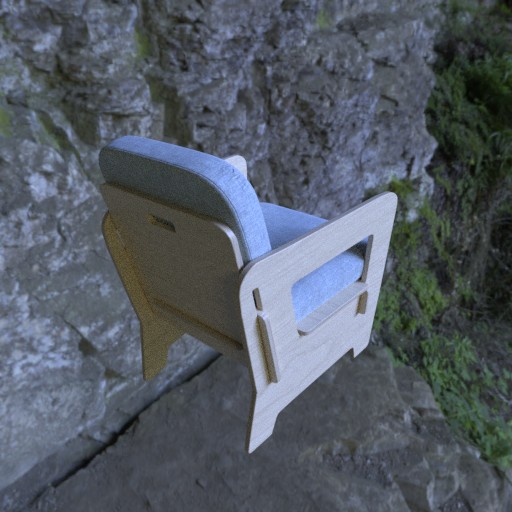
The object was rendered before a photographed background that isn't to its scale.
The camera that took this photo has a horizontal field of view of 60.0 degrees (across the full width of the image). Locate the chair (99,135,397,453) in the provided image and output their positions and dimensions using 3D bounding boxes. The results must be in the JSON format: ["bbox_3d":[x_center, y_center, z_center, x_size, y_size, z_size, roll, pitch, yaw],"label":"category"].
[{"bbox_3d":[0.000,0.000,1.322,0.590,0.800,0.710,21,36,33],"label":"chair"}]
